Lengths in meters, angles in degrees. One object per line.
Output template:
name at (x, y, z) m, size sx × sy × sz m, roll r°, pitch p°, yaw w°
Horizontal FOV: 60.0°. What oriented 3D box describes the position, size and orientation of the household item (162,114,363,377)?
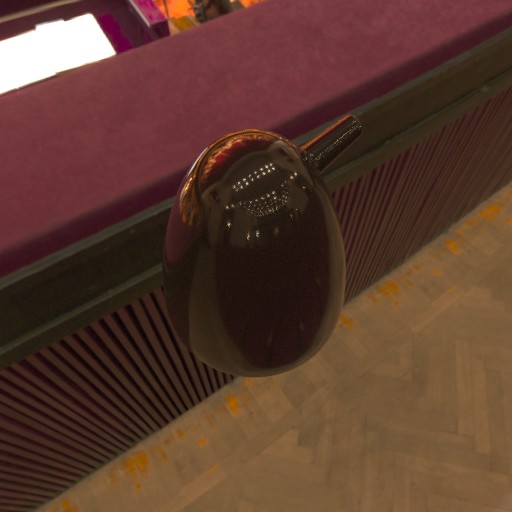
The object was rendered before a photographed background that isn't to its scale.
household item at (0.000, 0.000, 0.228) m, size 0.104 × 0.152 × 0.102 m, roll -28°, pitch 63°, yaw -16°
